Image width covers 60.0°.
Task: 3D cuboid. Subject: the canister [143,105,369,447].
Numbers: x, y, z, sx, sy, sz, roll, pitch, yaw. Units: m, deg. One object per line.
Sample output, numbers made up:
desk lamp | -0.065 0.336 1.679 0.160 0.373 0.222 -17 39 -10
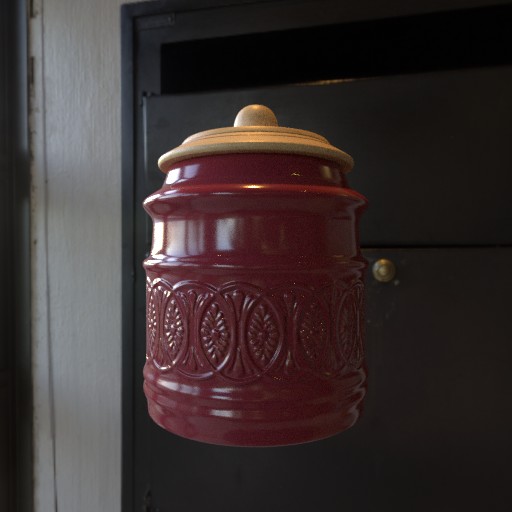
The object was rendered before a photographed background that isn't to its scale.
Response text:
canister | 0.000 0.000 0.262 0.130 0.176 0.130 0 1 0
